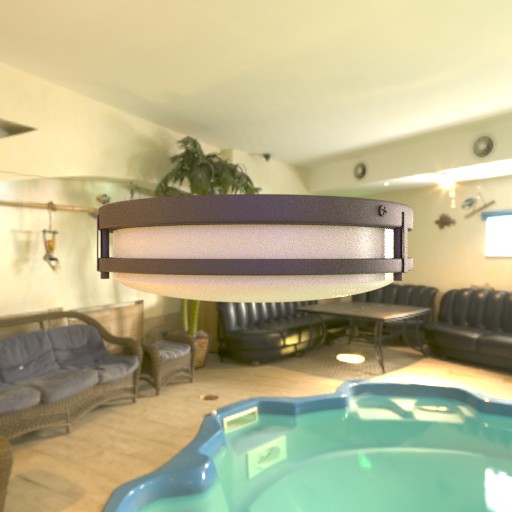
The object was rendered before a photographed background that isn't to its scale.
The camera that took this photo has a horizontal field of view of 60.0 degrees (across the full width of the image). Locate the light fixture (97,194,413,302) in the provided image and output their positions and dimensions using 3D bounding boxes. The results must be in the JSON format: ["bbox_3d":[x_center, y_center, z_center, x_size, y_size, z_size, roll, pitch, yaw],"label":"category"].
[{"bbox_3d":[0.000,0.000,0.529,0.356,0.102,0.356,0,0,0],"label":"light fixture"}]
